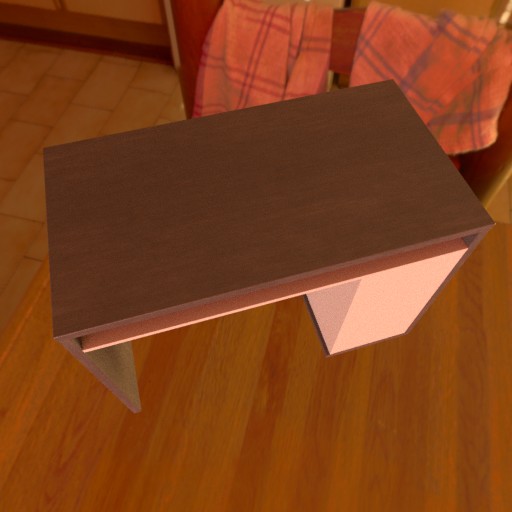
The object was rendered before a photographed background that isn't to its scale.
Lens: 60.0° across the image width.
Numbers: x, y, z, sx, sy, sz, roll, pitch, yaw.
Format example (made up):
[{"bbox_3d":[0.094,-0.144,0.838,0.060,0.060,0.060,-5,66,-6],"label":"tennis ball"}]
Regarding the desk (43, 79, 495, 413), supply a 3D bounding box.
[{"bbox_3d":[0.000,0.000,1.520,1.100,0.750,0.600,-14,59,-8],"label":"desk"}]
